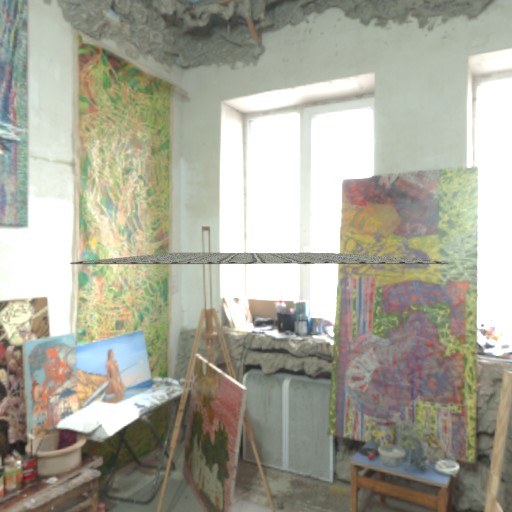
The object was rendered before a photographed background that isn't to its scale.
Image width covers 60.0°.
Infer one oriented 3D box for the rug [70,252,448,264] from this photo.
[{"bbox_3d":[0.000,0.000,2.982,1.523,0.008,2.438,0,1,-1],"label":"rug"}]
